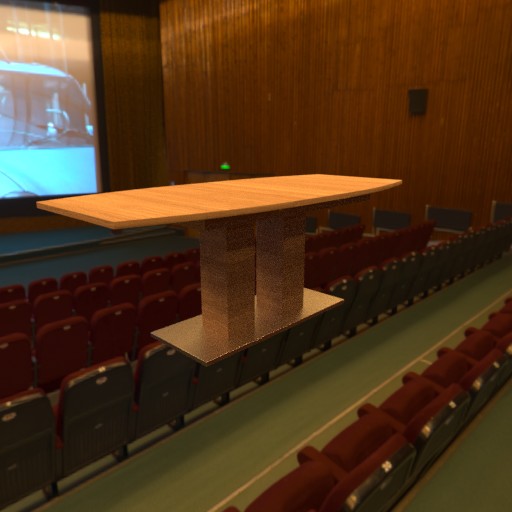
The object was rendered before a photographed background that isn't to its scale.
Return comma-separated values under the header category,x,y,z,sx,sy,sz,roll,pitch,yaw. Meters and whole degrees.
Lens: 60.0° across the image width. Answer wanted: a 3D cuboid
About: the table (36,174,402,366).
category,x,y,z,sx,sy,sz,roll,pitch,yaw
table,0.000,0.000,2.486,0.900,0.750,2.032,14,21,42
